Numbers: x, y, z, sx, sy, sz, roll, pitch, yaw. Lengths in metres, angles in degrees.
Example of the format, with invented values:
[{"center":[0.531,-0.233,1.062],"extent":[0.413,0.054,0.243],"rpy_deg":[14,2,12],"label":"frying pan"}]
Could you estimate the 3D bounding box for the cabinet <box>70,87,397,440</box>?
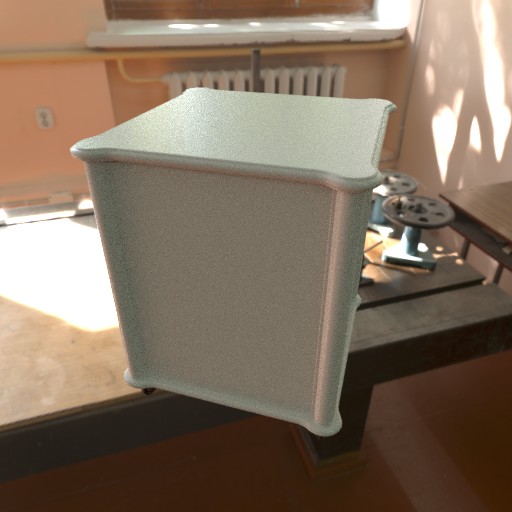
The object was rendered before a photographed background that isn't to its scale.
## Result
[{"center":[0.000,0.000,1.248],"extent":[0.628,0.761,0.627],"rpy_deg":[9,33,14],"label":"cabinet"}]
